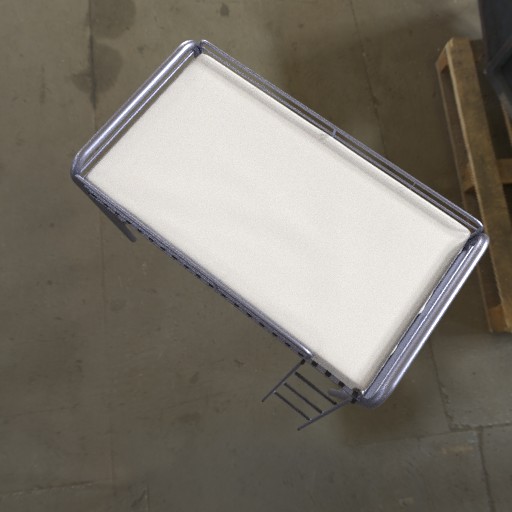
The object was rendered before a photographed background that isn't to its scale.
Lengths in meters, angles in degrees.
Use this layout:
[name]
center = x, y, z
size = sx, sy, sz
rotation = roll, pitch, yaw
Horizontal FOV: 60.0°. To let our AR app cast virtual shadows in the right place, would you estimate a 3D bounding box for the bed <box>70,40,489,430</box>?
[bed]
center = 0.000, 0.000, 2.824
size = 1.965, 1.288, 1.415
rotation = 36, 78, 9
